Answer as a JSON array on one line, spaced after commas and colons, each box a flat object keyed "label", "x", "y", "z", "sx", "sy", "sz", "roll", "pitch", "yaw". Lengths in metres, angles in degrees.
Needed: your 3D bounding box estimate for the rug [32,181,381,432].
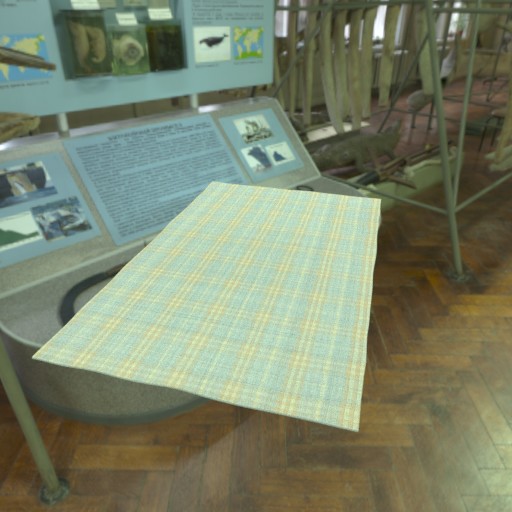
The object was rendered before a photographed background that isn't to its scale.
[{"label": "rug", "x": 0.000, "y": 0.000, "z": 2.957, "sx": 1.545, "sy": 0.016, "sz": 2.460, "roll": 8, "pitch": 31, "yaw": 14}]
